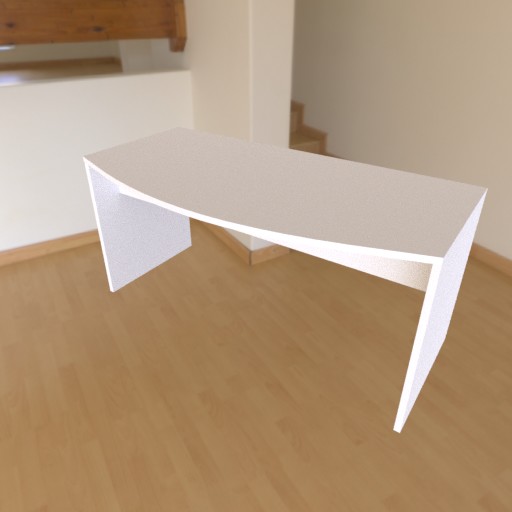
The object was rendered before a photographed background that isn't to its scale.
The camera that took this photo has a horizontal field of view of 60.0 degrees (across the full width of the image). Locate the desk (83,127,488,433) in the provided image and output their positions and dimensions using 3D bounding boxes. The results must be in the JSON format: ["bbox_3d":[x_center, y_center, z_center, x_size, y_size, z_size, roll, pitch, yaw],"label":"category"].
[{"bbox_3d":[0.000,0.000,1.991,1.600,0.750,0.802,19,36,29],"label":"desk"}]
